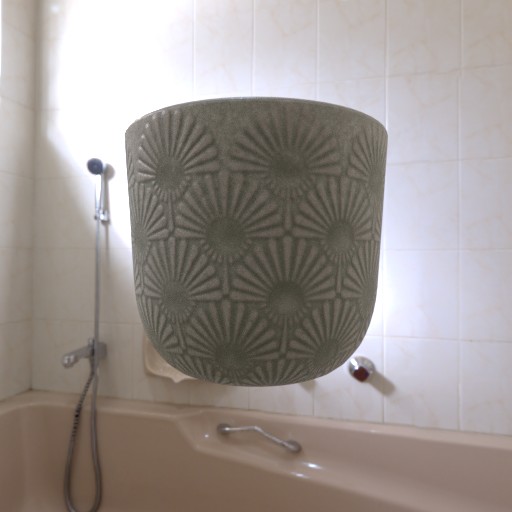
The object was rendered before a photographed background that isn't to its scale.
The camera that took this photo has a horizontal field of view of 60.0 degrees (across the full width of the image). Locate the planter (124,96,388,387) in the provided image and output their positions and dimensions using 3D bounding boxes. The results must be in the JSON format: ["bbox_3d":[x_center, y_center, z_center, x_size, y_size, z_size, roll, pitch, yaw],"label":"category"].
[{"bbox_3d":[0.000,0.000,0.296,0.170,0.152,0.170,0,-1,0],"label":"planter"}]
